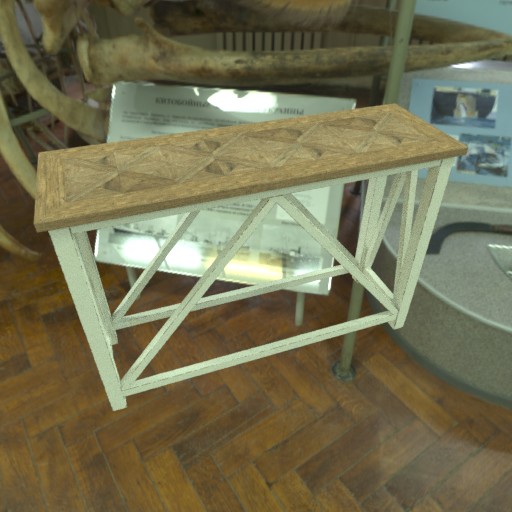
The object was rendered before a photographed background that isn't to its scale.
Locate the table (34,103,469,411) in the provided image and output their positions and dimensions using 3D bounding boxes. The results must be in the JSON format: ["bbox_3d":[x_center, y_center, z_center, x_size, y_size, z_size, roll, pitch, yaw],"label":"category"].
[{"bbox_3d":[0.000,0.000,1.804,1.400,0.930,0.450,-12,40,-15],"label":"table"}]
